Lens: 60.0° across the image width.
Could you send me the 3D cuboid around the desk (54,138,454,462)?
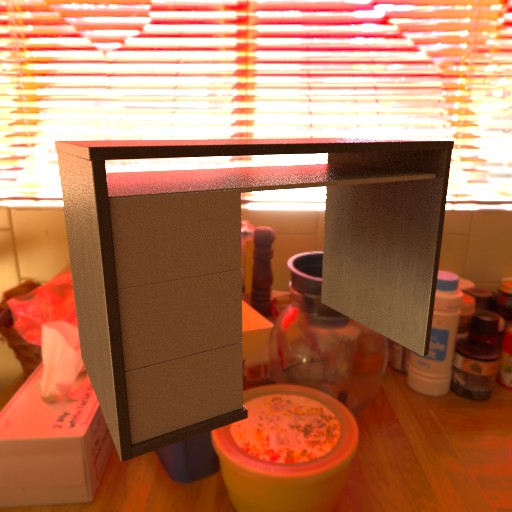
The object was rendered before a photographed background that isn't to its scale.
[{"bbox_3d":[0.000,0.000,1.489,1.100,0.750,0.600,-9,18,-28],"label":"desk"}]
